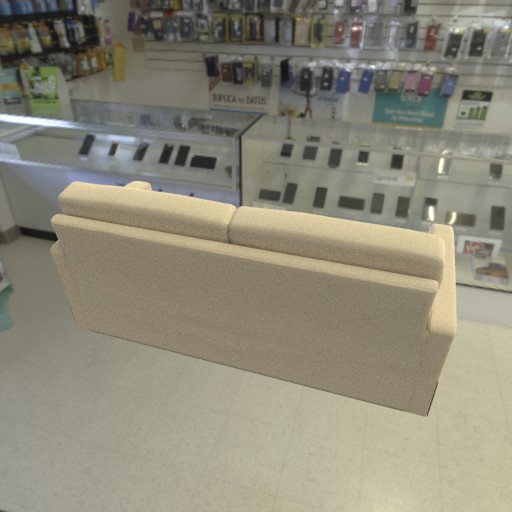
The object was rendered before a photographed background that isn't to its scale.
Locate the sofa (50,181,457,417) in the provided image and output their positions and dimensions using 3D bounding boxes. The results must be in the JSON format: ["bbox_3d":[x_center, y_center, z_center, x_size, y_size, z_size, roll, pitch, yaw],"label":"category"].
[{"bbox_3d":[0.000,0.000,2.213,1.808,0.831,0.894,10,33,16],"label":"sofa"}]
